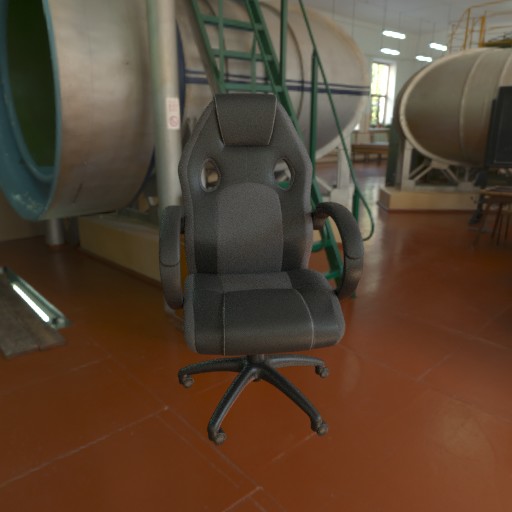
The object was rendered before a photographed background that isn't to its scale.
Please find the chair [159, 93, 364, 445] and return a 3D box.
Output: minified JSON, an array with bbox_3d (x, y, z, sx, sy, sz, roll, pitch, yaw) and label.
[{"bbox_3d":[0.000,0.000,1.667,0.673,1.187,0.724,-2,17,-7],"label":"chair"}]
